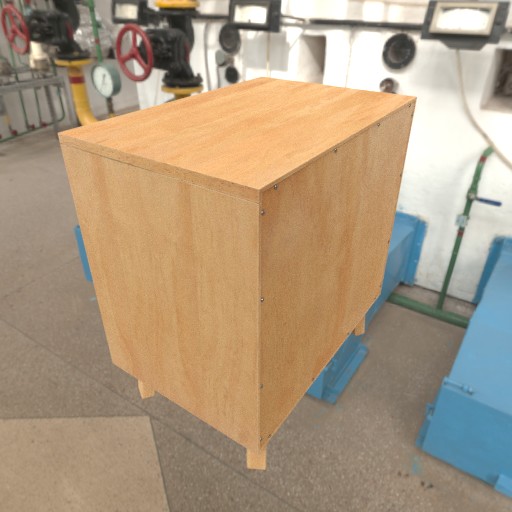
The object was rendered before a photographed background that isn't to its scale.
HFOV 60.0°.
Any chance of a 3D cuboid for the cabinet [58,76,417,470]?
[{"bbox_3d":[0.000,0.000,0.939,0.394,0.599,0.551,20,37,29],"label":"cabinet"}]
